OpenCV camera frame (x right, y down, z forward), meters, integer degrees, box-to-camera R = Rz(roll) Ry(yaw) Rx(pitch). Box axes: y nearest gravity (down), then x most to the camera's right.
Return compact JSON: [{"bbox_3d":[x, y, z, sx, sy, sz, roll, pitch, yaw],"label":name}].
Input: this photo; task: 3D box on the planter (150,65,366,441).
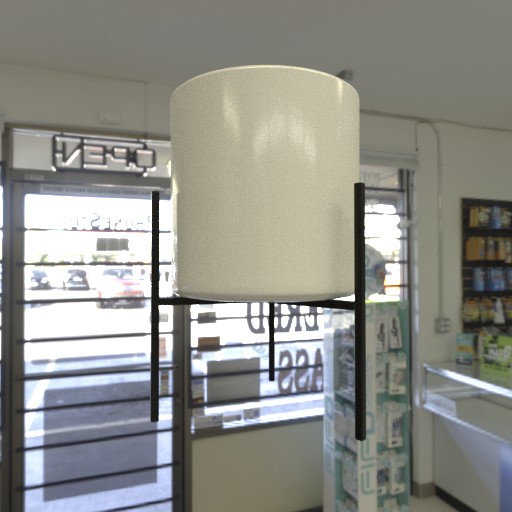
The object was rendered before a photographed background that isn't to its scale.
[{"bbox_3d":[0.000,0.000,0.516,0.239,0.356,0.239,0,-1,-18],"label":"planter"}]
